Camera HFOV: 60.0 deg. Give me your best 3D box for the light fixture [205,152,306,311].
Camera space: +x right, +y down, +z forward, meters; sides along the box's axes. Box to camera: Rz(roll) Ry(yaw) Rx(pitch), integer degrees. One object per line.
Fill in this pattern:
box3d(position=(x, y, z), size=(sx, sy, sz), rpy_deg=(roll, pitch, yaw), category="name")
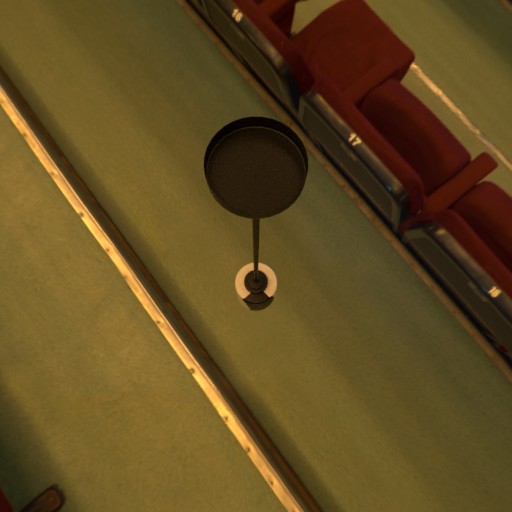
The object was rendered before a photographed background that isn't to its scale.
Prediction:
box3d(position=(0.000, 0.000, 0.938), size=(0.123, 0.863, 0.123), rpy_deg=(-37, 78, -9), category="light fixture")
